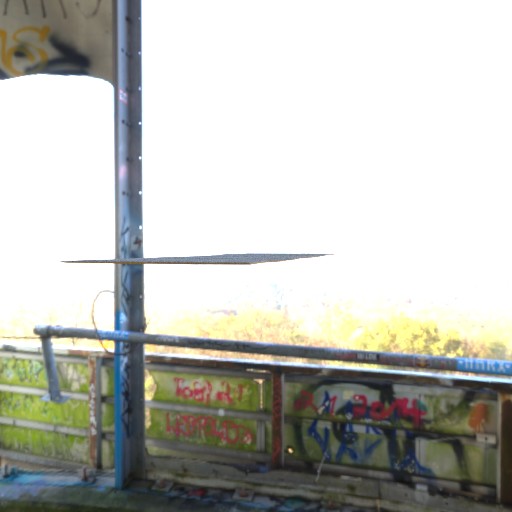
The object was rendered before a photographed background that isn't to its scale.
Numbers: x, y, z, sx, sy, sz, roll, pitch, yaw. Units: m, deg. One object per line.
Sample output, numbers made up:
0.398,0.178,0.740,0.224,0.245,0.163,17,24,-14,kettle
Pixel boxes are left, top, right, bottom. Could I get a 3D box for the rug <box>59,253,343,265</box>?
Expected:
0.000,0.000,2.527,0.704,0.014,2.294,0,1,18,rug
